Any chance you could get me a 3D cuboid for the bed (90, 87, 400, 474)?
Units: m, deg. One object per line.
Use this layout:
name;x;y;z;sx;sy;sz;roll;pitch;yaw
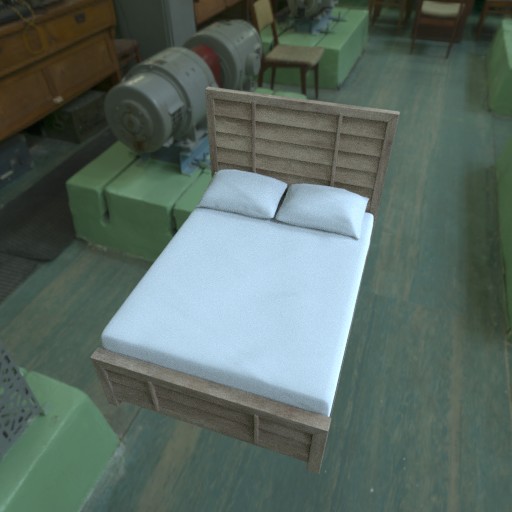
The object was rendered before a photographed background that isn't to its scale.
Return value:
bed;0.000;0.000;3.401;1.626;1.626;2.197;13;43;14
